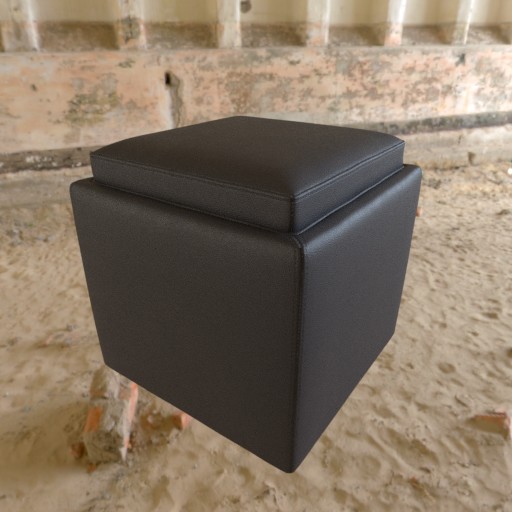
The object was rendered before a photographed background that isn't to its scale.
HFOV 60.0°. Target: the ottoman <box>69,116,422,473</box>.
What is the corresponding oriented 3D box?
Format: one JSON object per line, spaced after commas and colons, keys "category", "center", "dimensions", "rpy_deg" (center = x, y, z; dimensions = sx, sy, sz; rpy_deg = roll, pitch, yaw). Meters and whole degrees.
{"category": "ottoman", "center": [0.000, 0.000, 0.826], "dimensions": [0.450, 0.460, 0.451], "rpy_deg": [17, 31, 31]}
